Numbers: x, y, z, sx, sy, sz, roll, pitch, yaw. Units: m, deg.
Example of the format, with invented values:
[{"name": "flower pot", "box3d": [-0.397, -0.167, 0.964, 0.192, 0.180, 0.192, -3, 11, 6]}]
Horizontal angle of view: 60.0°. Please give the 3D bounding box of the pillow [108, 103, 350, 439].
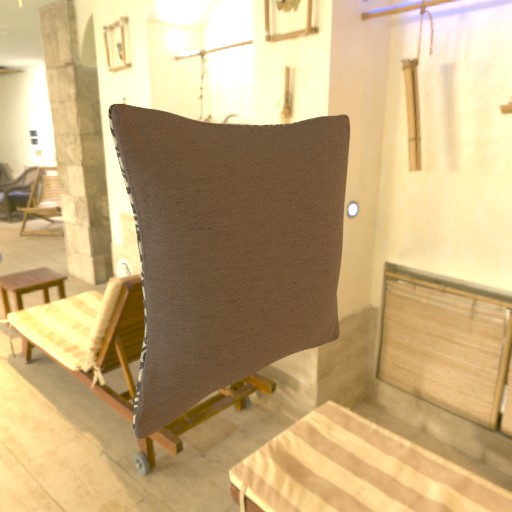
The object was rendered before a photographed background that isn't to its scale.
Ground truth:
[{"name": "pillow", "box3d": [0.000, 0.000, 0.665, 0.436, 0.417, 0.148, -14, 21, -41]}]
